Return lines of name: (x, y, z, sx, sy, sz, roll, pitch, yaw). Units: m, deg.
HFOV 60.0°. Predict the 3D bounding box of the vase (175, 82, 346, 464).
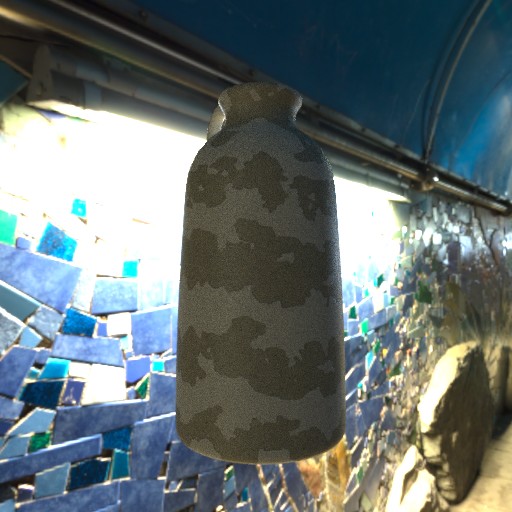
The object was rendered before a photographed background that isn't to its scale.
vase: (0.000, 0.000, 0.498, 0.186, 0.382, 0.203, 0, 0, -37)
